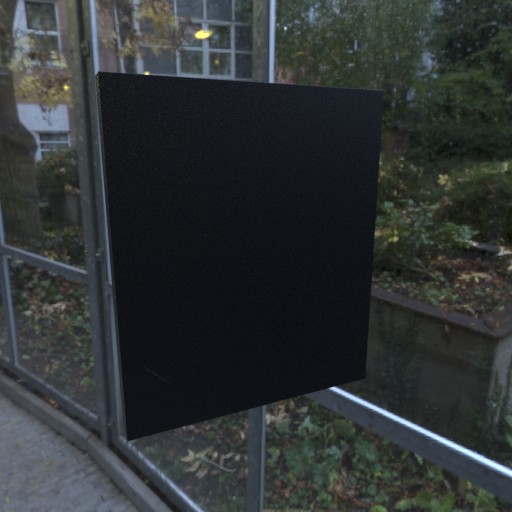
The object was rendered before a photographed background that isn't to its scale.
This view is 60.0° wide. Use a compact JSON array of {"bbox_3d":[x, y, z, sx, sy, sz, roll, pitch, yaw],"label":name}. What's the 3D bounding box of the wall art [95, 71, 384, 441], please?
[{"bbox_3d":[0.000,0.000,0.521,0.325,0.380,0.028,-6,15,-24],"label":"wall art"}]
